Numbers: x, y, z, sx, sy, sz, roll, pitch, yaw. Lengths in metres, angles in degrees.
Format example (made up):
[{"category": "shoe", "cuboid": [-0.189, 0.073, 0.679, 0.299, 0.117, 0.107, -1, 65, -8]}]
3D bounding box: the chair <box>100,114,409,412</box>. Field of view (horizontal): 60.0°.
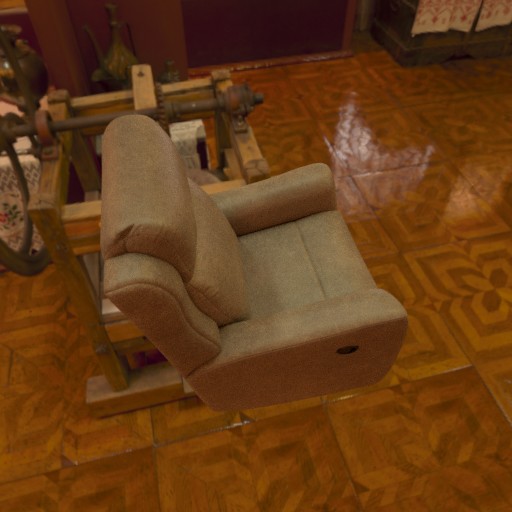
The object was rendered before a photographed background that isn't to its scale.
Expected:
[{"category": "chair", "cuboid": [0.000, 0.000, 1.903, 1.068, 1.116, 0.965, -9, 49, -8]}]
